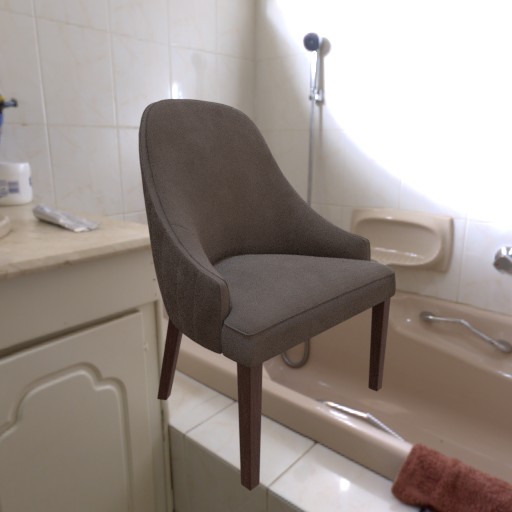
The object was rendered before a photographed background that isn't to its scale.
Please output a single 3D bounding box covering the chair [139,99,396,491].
[{"bbox_3d":[0.000,0.000,1.280,0.575,0.889,0.643,13,19,42],"label":"chair"}]
